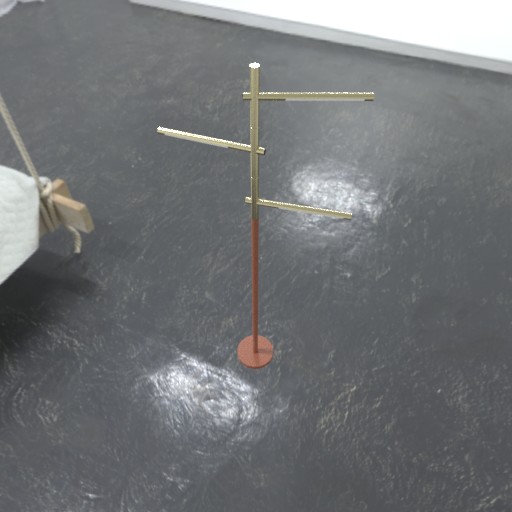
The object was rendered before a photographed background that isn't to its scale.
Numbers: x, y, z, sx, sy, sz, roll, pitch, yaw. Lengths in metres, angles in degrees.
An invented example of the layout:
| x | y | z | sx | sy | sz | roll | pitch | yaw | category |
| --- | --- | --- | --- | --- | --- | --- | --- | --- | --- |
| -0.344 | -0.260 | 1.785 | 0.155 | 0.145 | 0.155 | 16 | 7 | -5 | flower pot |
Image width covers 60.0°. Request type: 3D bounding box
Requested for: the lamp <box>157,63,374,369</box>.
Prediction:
| x | y | z | sx | sy | sz | roll | pitch | yaw | category |
| --- | --- | --- | --- | --- | --- | --- | --- | --- | --- |
| 0.000 | 0.000 | 1.953 | 0.737 | 1.704 | 0.209 | 4 | 48 | 4 | lamp |
